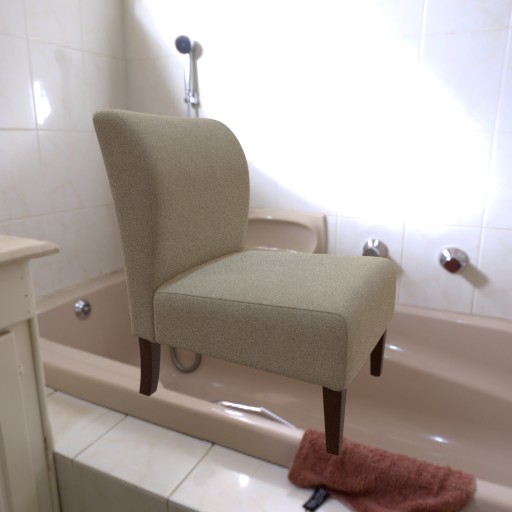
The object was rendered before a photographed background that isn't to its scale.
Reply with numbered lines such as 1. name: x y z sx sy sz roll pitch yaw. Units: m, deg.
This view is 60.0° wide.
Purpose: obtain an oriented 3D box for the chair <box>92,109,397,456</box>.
1. chair: 0.000 0.000 1.330 0.754 0.833 0.521 7 16 28
